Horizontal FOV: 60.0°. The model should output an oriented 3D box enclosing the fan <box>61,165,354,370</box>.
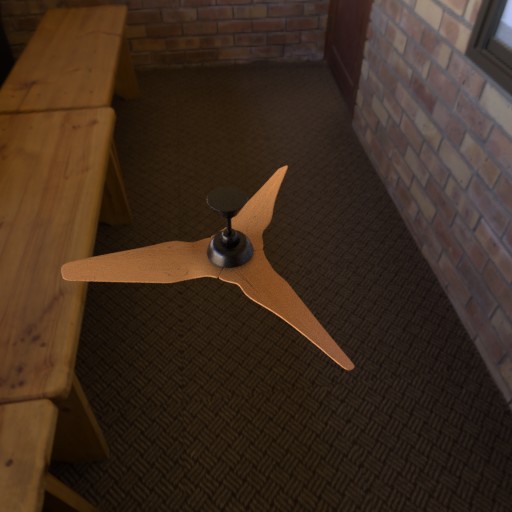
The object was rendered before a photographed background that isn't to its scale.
[{"bbox_3d":[0.000,0.000,1.619,1.142,0.355,1.010,-31,53,-26],"label":"fan"}]
